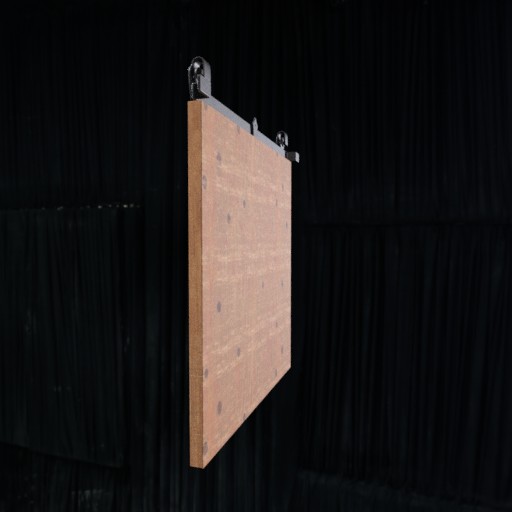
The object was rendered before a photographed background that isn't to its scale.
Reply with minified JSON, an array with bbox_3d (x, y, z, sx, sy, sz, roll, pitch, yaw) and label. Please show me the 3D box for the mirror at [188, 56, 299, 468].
[{"bbox_3d":[0.000,0.000,1.200,0.054,0.800,0.805,1,2,18],"label":"mirror"}]
